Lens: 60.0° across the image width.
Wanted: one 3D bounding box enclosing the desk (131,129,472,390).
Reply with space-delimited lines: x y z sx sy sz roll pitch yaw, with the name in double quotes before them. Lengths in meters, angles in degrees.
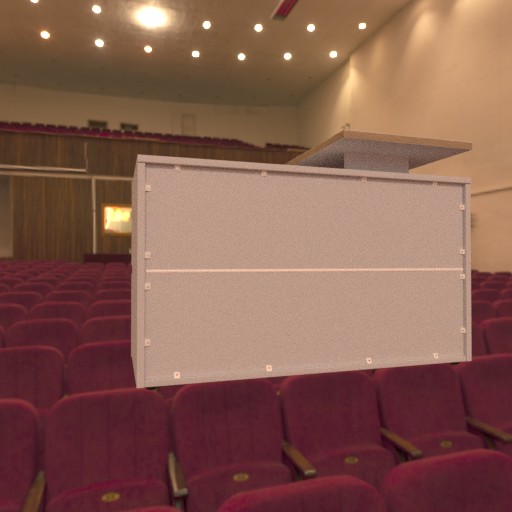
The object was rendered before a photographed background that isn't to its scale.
"desk" 0.000 0.000 2.002 1.098 0.755 1.404 0 -1 -17
